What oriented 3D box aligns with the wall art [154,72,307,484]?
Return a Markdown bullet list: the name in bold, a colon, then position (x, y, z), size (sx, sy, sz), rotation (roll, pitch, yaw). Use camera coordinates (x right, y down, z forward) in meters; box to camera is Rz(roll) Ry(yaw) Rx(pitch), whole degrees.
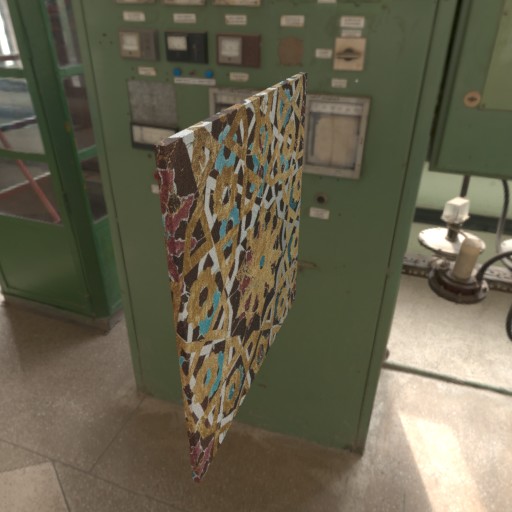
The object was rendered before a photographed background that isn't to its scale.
- **wall art**: position (0.000, 0.000, 0.591), size (0.010, 0.406, 0.404), rotation (11, 32, 18)
